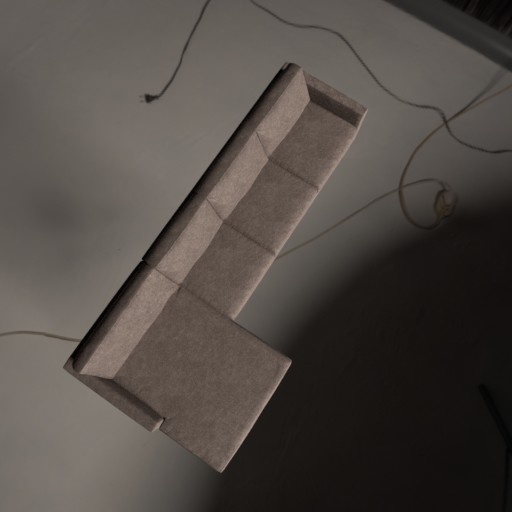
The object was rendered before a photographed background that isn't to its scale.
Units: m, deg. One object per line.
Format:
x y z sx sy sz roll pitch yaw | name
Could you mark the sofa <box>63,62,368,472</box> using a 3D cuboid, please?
0.000 0.000 4.134 1.606 0.954 3.471 33 80 7 | sofa
